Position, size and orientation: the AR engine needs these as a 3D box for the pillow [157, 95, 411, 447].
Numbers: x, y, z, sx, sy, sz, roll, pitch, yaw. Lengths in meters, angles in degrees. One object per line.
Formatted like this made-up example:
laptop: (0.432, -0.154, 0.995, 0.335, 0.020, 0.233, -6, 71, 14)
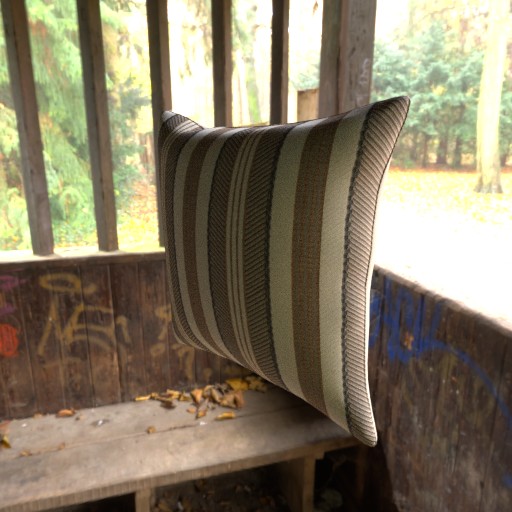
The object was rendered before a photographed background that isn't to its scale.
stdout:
pillow: (0.000, 0.000, 0.617, 0.416, 0.401, 0.173, 15, 21, 43)
